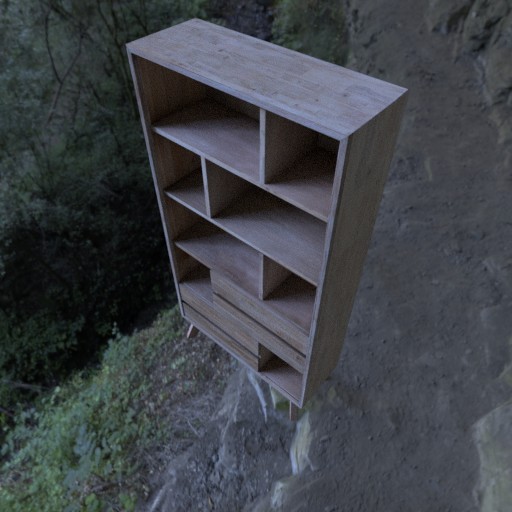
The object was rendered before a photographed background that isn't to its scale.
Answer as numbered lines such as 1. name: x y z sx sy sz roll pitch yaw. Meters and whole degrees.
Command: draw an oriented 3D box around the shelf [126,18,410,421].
1. shelf: 0.000 0.000 1.707 0.748 1.471 0.308 32 54 27
